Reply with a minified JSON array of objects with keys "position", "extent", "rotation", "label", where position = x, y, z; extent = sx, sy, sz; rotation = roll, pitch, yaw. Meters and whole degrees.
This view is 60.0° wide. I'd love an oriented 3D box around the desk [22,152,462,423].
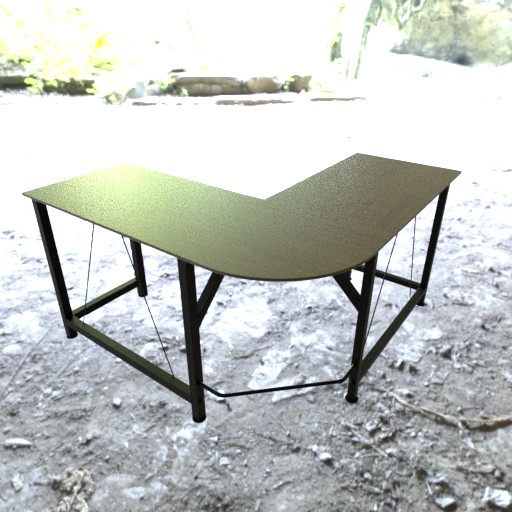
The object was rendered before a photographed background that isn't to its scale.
[{"position":[0.000,0.000,2.160],"extent":[1.400,0.762,1.400],"rotation":[20,34,31],"label":"desk"}]
